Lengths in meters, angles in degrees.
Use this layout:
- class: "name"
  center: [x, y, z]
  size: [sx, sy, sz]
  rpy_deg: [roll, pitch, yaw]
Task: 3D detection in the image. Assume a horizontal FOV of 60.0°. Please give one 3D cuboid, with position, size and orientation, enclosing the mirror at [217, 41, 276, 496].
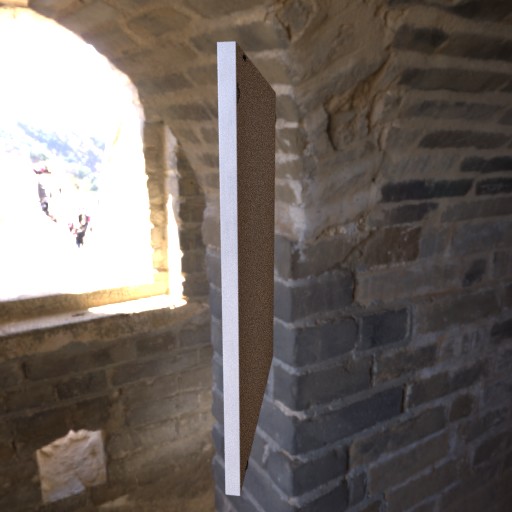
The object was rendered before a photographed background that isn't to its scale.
- class: "mirror"
  center: [0.000, 0.000, 1.326]
  size: [0.041, 1.016, 0.762]
  rpy_deg: [2, 13, 8]
